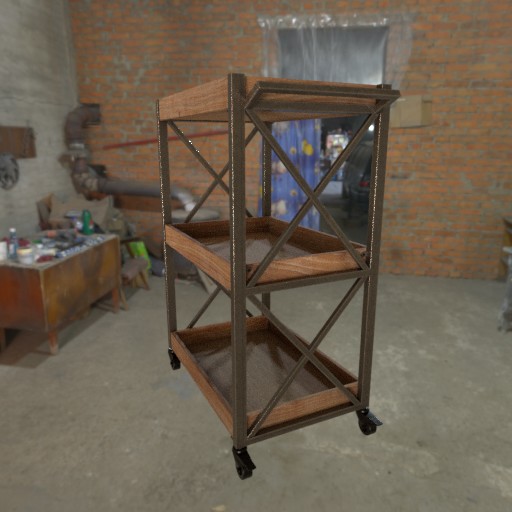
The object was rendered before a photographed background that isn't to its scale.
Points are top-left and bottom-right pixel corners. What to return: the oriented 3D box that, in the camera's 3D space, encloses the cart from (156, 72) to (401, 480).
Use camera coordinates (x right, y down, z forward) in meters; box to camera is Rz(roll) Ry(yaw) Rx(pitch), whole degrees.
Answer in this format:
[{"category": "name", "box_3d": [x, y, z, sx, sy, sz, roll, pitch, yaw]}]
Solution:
[{"category": "cart", "box_3d": [0.000, 0.000, 1.204, 0.377, 0.835, 0.673, -7, 16, -25]}]
